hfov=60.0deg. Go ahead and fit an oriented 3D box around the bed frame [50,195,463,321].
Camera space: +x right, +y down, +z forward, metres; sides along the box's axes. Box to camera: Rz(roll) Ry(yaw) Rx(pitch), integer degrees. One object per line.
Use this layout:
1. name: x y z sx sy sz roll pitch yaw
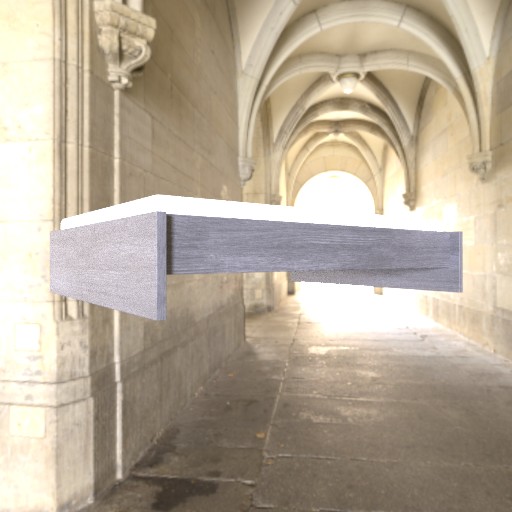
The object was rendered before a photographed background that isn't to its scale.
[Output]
1. bed frame: 0.000 0.000 2.633 1.950 0.432 1.490 0 0 -37
